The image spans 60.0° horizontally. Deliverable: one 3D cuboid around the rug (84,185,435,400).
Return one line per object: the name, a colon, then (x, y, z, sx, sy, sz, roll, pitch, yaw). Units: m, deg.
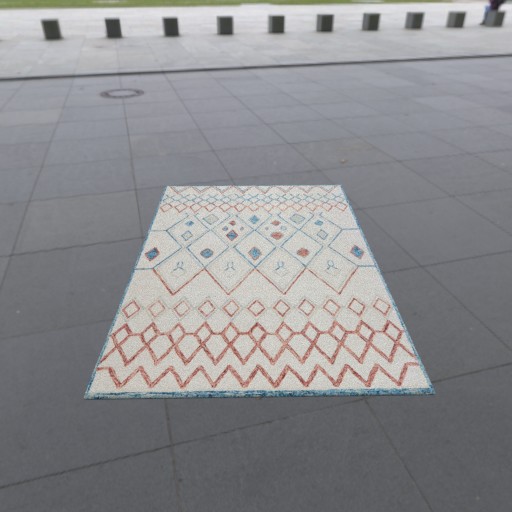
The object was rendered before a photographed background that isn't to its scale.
rug: (0.000, 0.000, 2.306, 1.219, 0.016, 1.829, -1, 32, -1)
